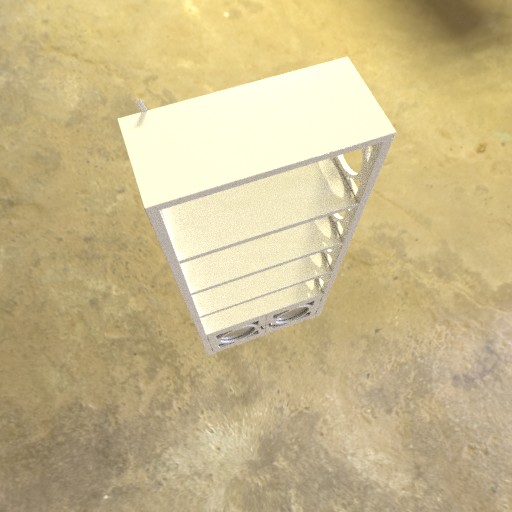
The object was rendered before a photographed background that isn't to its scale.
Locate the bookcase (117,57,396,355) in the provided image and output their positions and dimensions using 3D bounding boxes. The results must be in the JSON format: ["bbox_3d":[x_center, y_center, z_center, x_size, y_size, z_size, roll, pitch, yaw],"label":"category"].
[{"bbox_3d":[0.000,0.000,2.117,0.761,1.869,0.361,-18,66,-9],"label":"bookcase"}]
